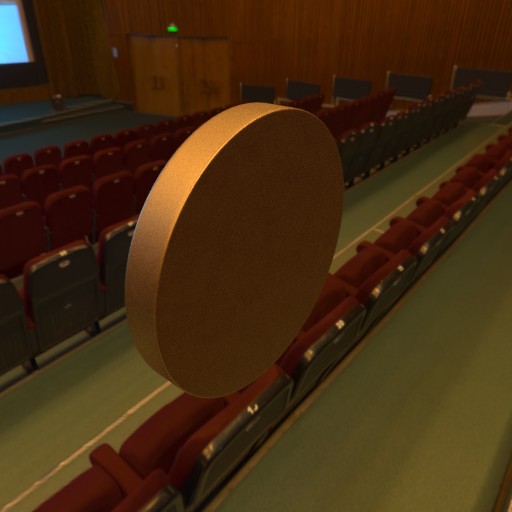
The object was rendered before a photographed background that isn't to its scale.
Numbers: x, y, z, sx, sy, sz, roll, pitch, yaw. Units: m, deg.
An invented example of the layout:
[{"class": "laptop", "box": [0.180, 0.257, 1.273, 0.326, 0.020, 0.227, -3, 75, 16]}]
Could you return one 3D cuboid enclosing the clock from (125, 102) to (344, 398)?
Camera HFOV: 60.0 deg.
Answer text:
[{"class": "clock", "box": [0.000, 0.000, 0.482, 0.040, 0.314, 0.314, 22, 37, 32]}]
